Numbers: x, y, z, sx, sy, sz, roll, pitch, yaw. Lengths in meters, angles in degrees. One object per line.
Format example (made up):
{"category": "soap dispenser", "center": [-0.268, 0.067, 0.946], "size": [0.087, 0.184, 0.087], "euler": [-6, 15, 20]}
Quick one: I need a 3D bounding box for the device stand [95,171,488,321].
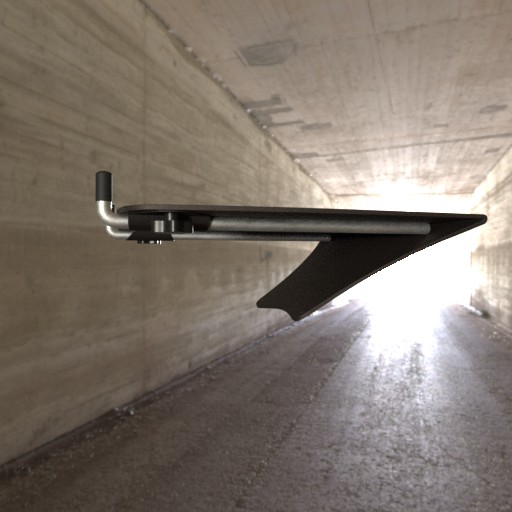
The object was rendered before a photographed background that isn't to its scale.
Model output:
{"category": "device stand", "center": [0.000, 0.000, 0.349], "size": [0.230, 0.092, 0.230], "euler": [0, 0, -17]}
